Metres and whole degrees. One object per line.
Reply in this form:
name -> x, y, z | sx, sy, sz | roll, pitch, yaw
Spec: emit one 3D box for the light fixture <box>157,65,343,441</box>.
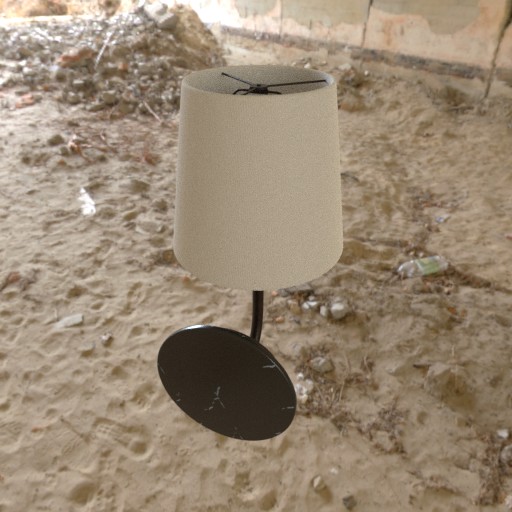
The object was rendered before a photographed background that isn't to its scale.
light fixture -> 0.000, 0.000, 0.448 | 0.168, 0.337, 0.188 | 11, 34, 17
